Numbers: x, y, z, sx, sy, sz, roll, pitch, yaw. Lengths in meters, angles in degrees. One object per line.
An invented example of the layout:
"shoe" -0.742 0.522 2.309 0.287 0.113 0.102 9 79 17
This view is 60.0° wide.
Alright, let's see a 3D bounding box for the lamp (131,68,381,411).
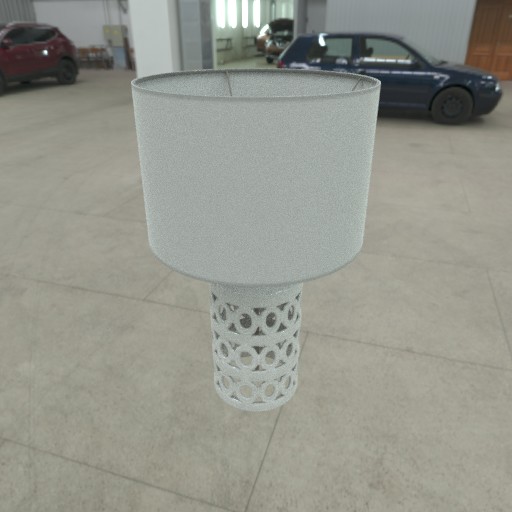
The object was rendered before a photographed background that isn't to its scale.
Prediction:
"lamp" 0.000 0.000 0.674 0.310 0.502 0.310 0 28 0
